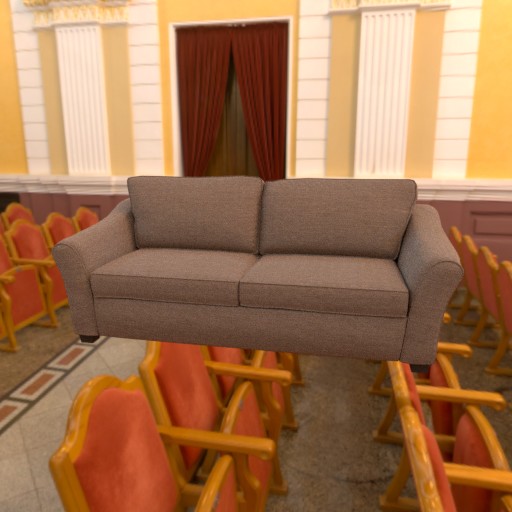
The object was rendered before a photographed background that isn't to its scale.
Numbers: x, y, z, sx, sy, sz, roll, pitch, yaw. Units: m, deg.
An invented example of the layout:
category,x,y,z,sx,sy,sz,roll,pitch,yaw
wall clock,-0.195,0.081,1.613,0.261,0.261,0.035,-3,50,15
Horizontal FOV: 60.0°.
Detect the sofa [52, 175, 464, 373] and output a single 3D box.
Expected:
category,x,y,z,sx,sy,sz,roll,pitch,yaw
sofa,0.000,0.000,2.789,2.270,0.965,0.980,3,14,11
